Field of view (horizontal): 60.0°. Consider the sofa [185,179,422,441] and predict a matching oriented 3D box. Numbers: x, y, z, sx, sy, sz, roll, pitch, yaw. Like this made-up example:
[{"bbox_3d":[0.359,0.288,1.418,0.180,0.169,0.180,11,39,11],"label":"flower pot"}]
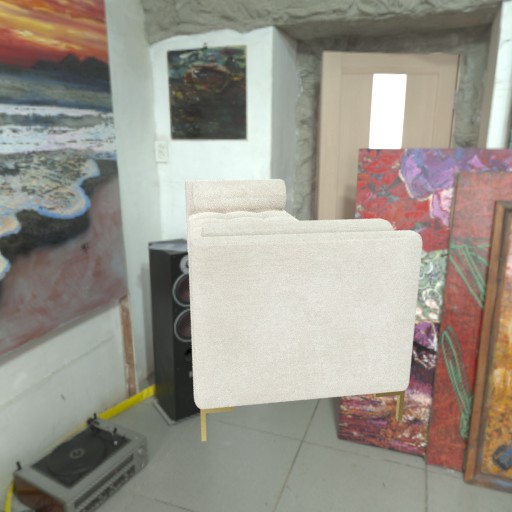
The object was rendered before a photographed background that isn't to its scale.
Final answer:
[{"bbox_3d":[0.000,0.000,2.260,0.686,0.635,1.981,-2,15,-9],"label":"sofa"}]
